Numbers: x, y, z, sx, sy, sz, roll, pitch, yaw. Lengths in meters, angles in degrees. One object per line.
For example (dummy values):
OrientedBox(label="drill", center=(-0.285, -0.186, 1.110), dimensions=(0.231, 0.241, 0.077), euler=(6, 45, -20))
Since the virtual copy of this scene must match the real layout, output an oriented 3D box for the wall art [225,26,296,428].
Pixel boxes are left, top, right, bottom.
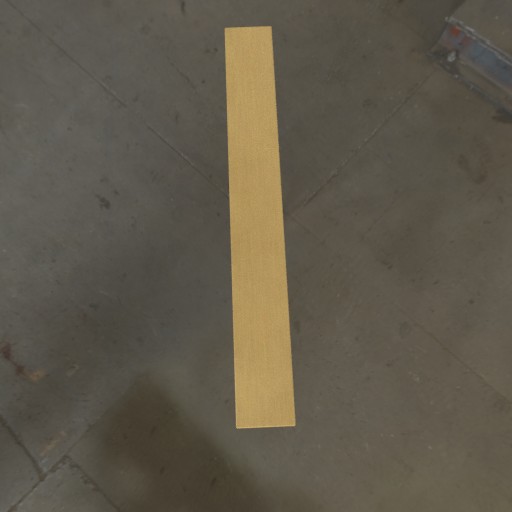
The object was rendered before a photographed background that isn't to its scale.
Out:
OrientedBox(label="wall art", center=(0.000, 0.000, 0.468), dimensions=(0.038, 0.305, 0.305), euler=(-2, 75, -1))
